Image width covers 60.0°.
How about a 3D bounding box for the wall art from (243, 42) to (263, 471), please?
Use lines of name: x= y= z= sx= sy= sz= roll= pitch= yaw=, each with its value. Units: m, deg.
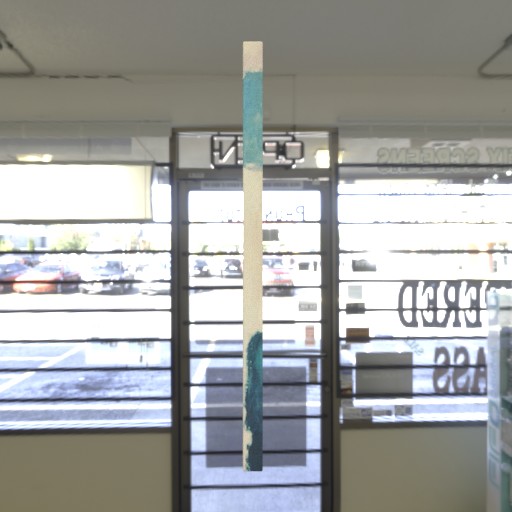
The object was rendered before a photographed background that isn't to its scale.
wall art: x=0.000 y=0.000 z=1.244 sx=0.037 sy=0.814 sz=0.814 roll=0 pitch=0 yaw=1
